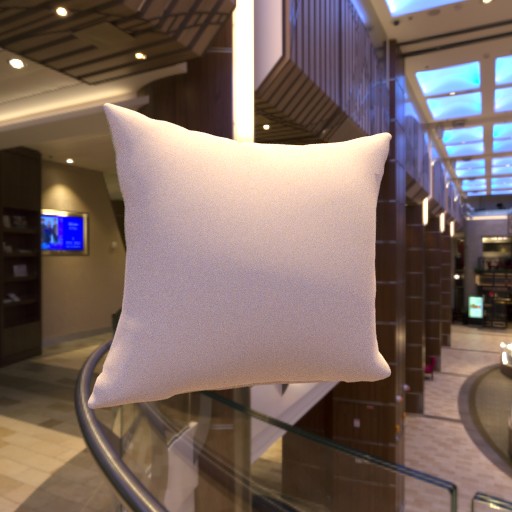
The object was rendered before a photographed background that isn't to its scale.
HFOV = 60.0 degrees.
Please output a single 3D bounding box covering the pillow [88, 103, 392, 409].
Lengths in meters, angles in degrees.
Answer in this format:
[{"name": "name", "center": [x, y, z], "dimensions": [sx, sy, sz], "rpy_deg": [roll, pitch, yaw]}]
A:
[{"name": "pillow", "center": [0.000, 0.000, 0.785], "dimensions": [0.560, 0.487, 0.229], "rpy_deg": [0, 0, -18]}]
